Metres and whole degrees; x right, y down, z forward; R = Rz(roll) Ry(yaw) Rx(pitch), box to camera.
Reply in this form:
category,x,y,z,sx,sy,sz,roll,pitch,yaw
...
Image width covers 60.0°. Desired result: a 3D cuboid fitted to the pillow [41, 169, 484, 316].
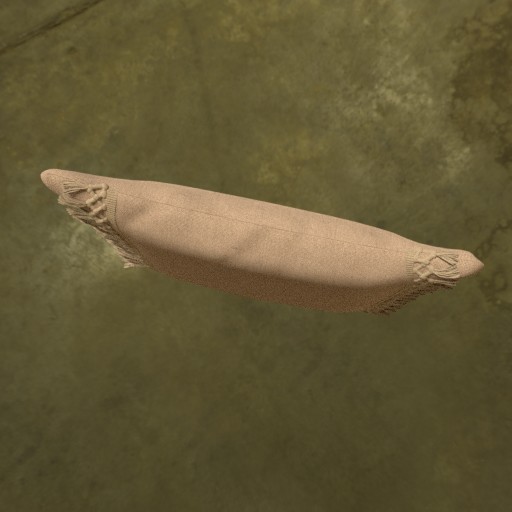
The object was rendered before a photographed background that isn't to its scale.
category,x,y,z,sx,sy,sz,roll,pitch,yaw
pillow,0.000,0.000,0.592,0.466,0.305,0.084,12,75,3
